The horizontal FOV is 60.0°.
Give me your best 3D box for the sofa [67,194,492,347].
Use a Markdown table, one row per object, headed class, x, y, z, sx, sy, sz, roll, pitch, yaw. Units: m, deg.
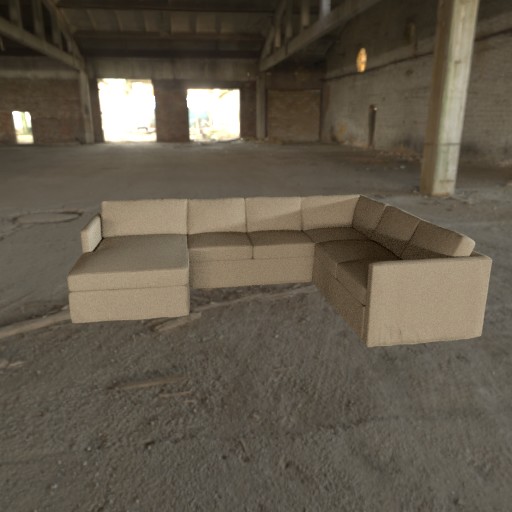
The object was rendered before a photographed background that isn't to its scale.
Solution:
| class | x | y | z | sx | sy | sz | roll | pitch | yaw |
| --- | --- | --- | --- | --- | --- | --- | --- | --- | --- |
| sofa | 0.000 | 0.000 | 4.497 | 3.528 | 0.878 | 2.476 | -3 | 17 | -9 |
